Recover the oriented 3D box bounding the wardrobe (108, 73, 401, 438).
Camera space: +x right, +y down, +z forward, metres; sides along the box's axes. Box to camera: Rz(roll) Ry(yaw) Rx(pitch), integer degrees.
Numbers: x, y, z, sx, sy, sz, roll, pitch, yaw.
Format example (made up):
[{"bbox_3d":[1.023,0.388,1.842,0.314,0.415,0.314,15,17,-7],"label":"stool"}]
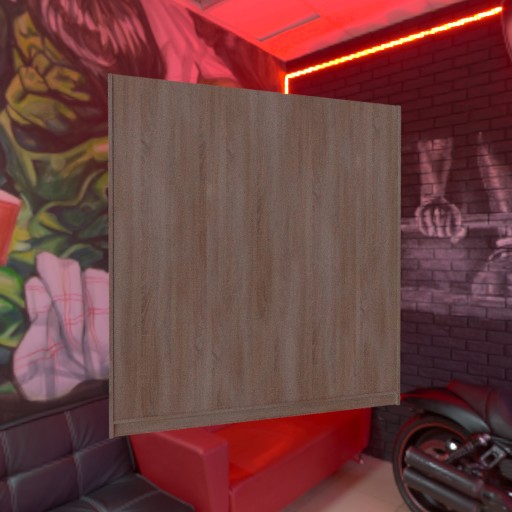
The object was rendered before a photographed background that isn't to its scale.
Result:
[{"bbox_3d":[0.000,0.000,3.192,1.998,2.159,0.598,0,1,-17],"label":"wardrobe"}]
